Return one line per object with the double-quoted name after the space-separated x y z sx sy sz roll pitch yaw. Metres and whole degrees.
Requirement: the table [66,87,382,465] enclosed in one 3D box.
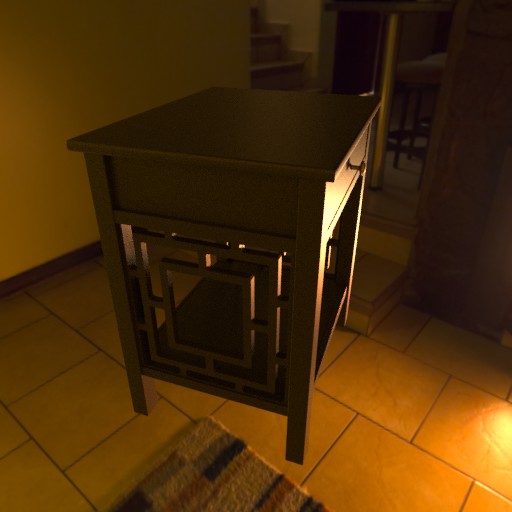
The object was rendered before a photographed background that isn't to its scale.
0.000 0.000 1.039 0.451 0.646 0.564 10 31 17 "table"
